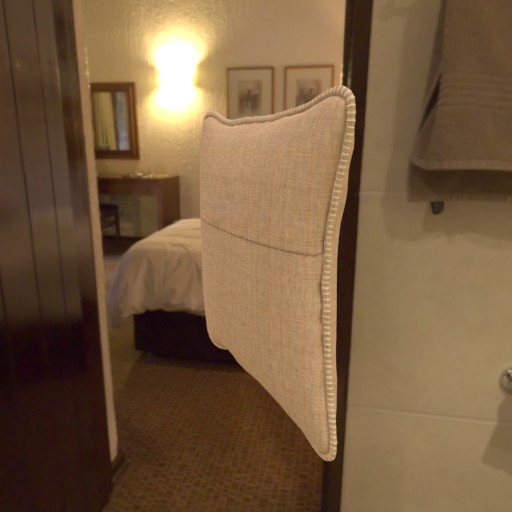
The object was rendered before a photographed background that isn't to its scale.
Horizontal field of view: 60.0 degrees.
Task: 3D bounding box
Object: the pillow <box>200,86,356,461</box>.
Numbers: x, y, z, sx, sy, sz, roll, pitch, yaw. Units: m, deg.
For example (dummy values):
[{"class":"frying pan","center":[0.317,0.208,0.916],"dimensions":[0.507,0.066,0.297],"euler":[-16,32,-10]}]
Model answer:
[{"class":"pillow","center":[0.000,0.000,0.749],"dimensions":[0.124,0.494,0.485],"euler":[-7,16,-26]}]
